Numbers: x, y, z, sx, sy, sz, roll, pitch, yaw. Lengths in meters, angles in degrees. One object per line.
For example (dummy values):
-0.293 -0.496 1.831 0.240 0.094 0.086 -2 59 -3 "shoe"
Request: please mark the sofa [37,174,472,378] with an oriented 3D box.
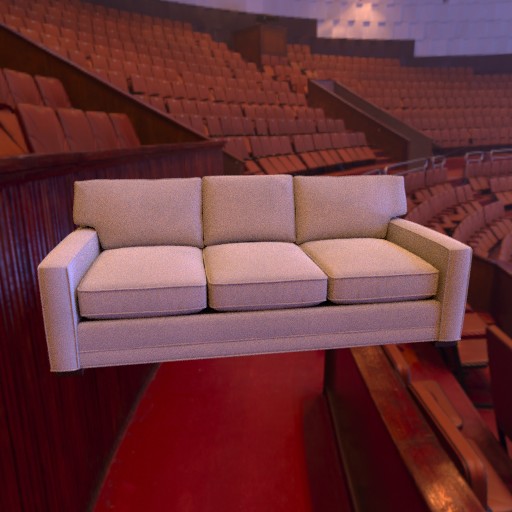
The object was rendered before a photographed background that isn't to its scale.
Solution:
0.000 0.000 2.547 2.088 0.862 0.935 -2 16 -9 "sofa"
